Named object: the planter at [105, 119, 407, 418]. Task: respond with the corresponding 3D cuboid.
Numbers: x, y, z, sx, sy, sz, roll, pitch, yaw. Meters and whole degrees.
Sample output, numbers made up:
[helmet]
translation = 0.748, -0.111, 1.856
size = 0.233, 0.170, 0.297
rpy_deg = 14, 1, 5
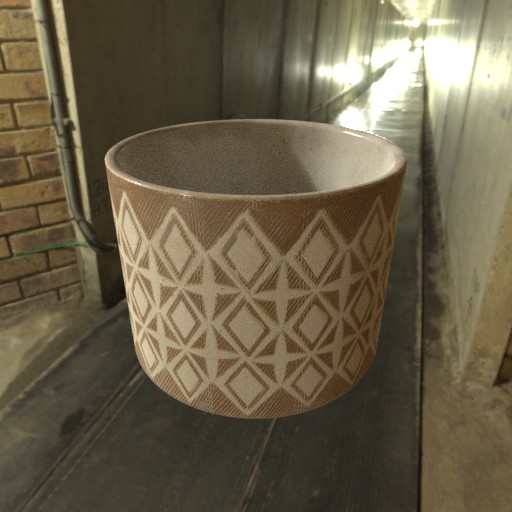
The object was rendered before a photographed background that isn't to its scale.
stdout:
[planter]
translation = 0.000, 0.000, 0.333
size = 0.193, 0.165, 0.193
rpy_deg = 0, 28, 0
